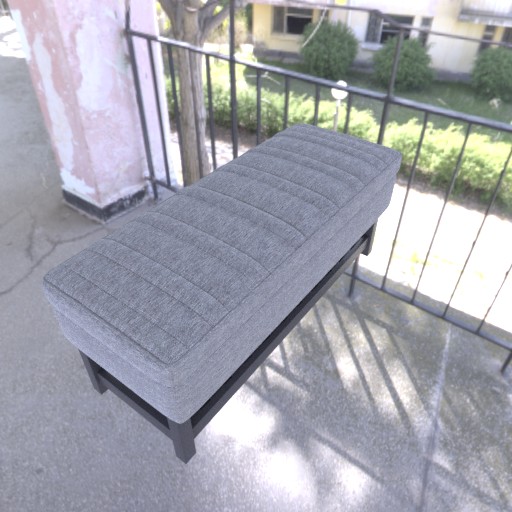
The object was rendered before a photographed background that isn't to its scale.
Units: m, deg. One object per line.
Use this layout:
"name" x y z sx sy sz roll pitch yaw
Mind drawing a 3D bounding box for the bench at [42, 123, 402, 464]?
"bench" 0.000 0.000 1.346 0.429 0.470 1.100 26 46 28
